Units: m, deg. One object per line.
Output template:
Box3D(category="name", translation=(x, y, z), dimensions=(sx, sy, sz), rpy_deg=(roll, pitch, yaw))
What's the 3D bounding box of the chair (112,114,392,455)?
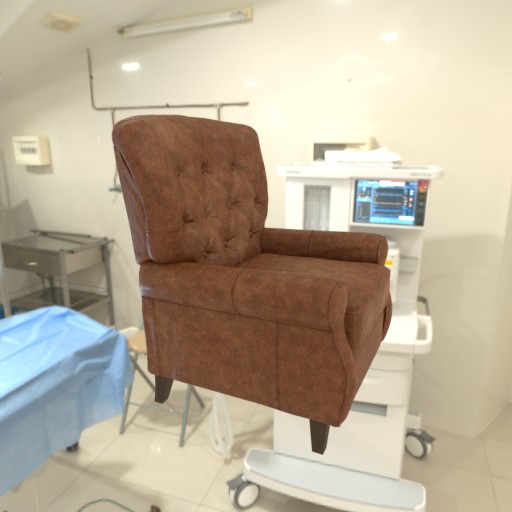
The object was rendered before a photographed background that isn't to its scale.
Box3D(category="chair", translation=(0.000, 0.000, 1.887), dimensions=(1.059, 1.164, 0.951), rpy_deg=(7, 17, 25))
